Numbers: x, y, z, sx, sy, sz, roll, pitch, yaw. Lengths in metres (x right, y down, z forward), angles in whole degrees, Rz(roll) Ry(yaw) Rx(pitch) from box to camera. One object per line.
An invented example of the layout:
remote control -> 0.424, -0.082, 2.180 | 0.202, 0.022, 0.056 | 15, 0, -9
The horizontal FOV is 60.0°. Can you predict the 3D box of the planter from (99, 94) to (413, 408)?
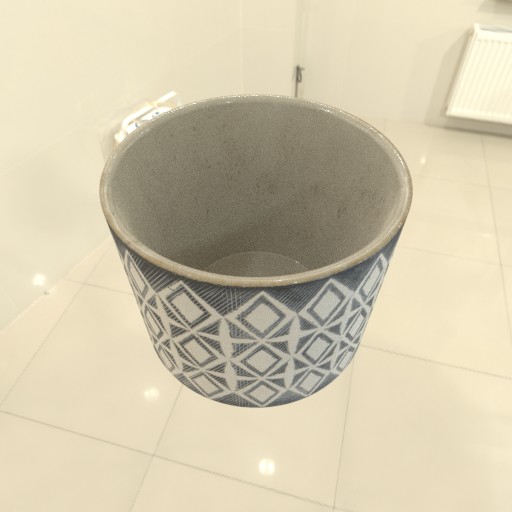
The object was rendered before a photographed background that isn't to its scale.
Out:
planter -> 0.000, 0.000, 0.339 | 0.192, 0.165, 0.192 | 0, 47, 0
